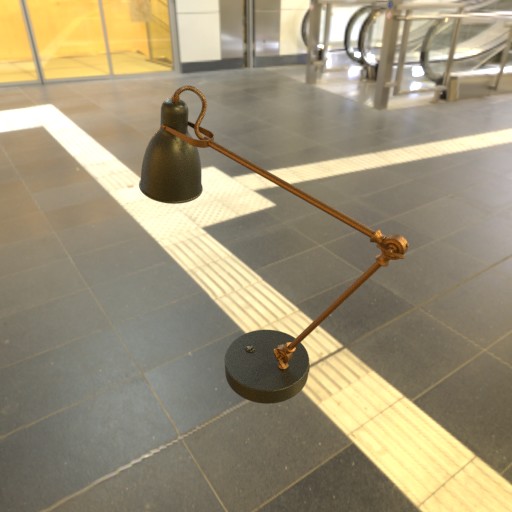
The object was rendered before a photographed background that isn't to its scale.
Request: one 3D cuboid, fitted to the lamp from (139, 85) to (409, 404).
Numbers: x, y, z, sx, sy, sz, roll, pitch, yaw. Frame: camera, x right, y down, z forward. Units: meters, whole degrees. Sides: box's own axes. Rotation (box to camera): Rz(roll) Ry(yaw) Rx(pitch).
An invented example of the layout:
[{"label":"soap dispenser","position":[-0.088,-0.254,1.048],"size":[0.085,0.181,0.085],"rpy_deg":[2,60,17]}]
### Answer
[{"label":"lamp","position":[0.000,0.000,0.858],"size":[0.561,0.587,0.187],"rpy_deg":[21,38,30]}]
